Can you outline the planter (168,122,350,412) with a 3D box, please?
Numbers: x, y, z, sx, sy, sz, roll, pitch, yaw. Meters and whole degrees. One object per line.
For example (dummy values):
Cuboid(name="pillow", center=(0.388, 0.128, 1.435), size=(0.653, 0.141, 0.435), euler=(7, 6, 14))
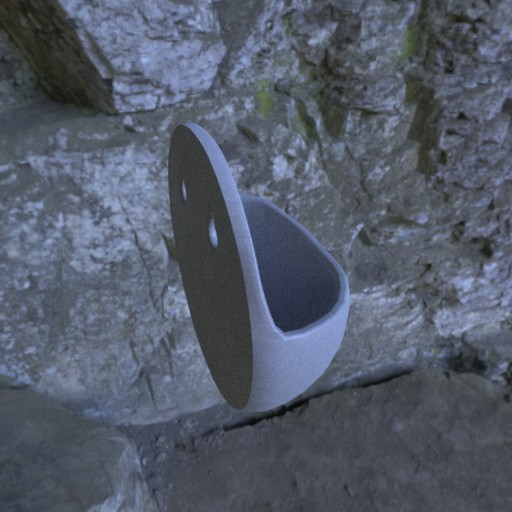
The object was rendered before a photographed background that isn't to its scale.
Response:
Cuboid(name="planter", center=(0.000, 0.000, 0.277), size=(0.073, 0.164, 0.190), euler=(-11, 32, -18))
